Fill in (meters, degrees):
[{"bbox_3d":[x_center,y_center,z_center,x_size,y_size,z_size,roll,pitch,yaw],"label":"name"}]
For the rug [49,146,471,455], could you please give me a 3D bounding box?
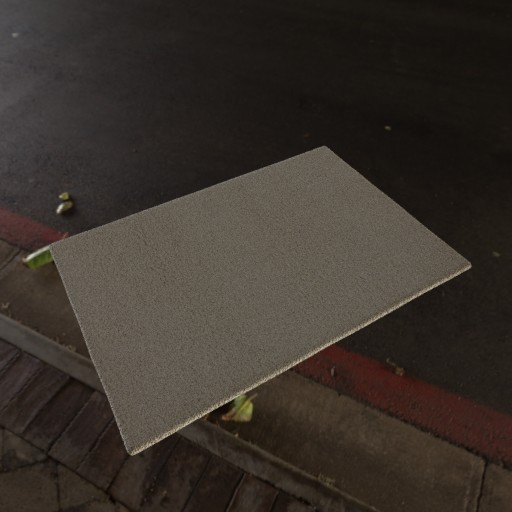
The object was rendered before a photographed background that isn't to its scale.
[{"bbox_3d":[0.000,0.000,2.249,1.778,0.030,1.219,-24,52,-20],"label":"rug"}]
